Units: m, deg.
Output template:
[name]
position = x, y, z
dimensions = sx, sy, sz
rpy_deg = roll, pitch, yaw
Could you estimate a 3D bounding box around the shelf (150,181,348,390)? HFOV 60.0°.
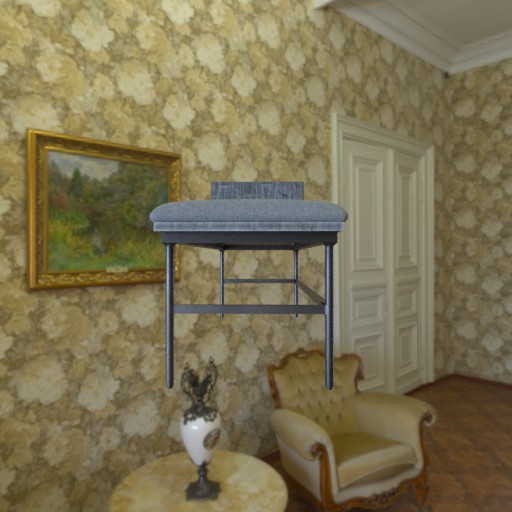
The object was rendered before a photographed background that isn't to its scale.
[shelf]
position = 0.000, 0.000, 1.666
dimensions = 0.457, 0.633, 1.342
rpy_deg = 0, 0, 1
